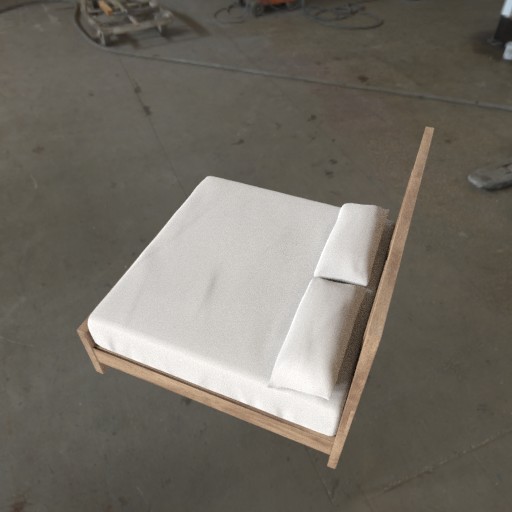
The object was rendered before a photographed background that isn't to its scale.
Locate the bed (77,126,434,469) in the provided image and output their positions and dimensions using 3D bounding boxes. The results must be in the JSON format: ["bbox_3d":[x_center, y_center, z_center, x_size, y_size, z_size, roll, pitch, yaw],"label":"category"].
[{"bbox_3d":[0.000,0.000,3.511,2.062,1.626,2.032,16,47,16],"label":"bed"}]
